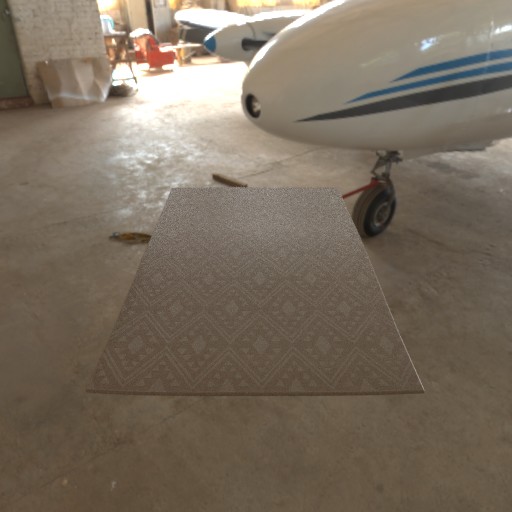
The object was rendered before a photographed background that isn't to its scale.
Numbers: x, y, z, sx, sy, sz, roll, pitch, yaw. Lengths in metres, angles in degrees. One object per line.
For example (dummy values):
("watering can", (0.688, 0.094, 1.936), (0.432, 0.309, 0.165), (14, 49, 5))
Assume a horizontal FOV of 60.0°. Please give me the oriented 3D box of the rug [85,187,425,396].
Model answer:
("rug", (0.000, 0.000, 3.052), (1.553, 0.053, 2.430), (0, 31, 0))
